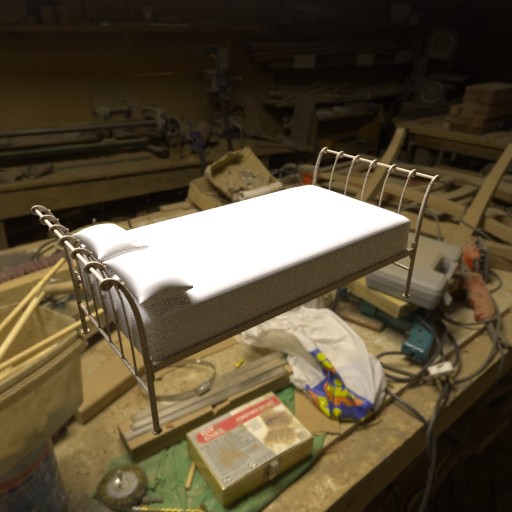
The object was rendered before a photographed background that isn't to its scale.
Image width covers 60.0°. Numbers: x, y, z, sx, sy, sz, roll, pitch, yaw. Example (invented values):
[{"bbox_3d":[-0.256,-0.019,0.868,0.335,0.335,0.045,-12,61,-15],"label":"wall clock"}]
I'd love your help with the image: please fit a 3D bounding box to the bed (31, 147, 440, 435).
[{"bbox_3d":[0.000,0.000,2.775,2.228,0.873,1.032,-19,33,-33],"label":"bed"}]
